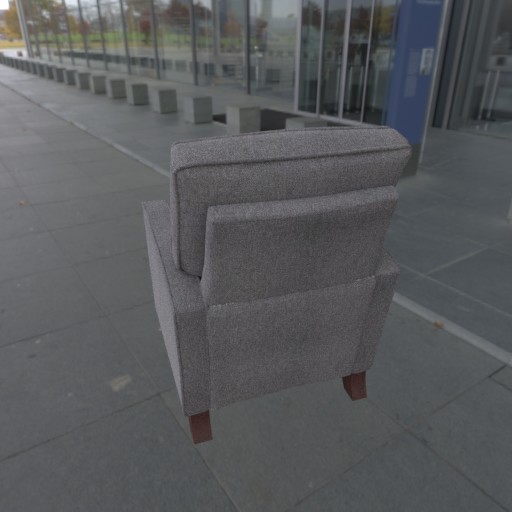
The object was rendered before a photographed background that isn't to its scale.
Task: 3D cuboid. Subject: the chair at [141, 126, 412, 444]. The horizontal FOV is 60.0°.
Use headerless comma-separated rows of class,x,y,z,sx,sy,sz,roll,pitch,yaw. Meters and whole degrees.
chair,0.000,0.000,1.449,0.650,0.889,0.775,-9,28,-17
